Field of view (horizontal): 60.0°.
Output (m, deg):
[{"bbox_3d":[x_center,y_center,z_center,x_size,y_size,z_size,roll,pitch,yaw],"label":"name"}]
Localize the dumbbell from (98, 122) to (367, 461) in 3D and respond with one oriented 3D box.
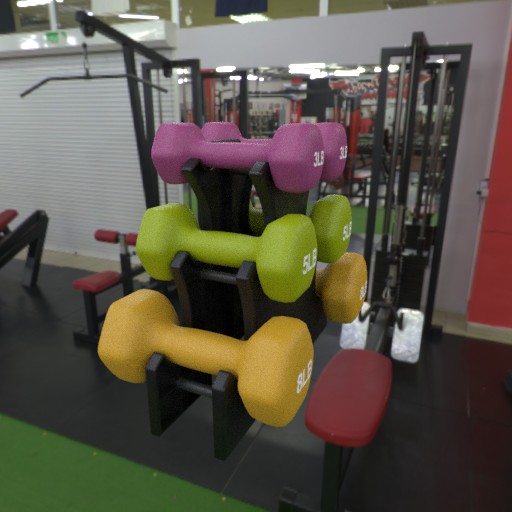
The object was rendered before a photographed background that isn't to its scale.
[{"bbox_3d":[0.000,0.000,0.470,0.190,0.271,0.300,8,19,25],"label":"dumbbell"}]
